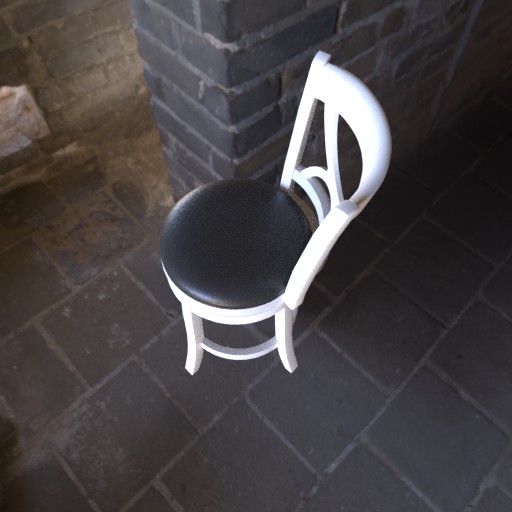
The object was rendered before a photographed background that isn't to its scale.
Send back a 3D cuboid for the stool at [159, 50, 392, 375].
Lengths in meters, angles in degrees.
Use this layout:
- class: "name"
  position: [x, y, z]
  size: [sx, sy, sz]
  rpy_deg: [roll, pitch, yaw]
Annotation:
- class: "stool"
  position: [0.000, 0.000, 1.238]
  size: [0.508, 0.953, 0.444]
  rpy_deg: [-1, 58, -1]
